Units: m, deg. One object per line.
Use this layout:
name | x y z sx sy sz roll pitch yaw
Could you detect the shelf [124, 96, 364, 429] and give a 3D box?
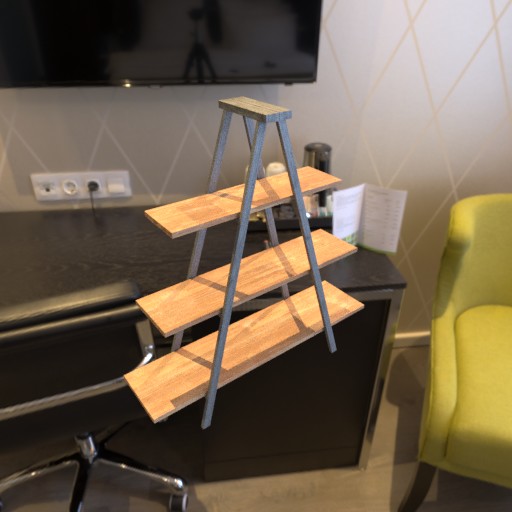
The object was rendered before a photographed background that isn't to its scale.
shelf | 0.000 0.000 2.732 1.746 1.808 0.508 -21 37 -31
